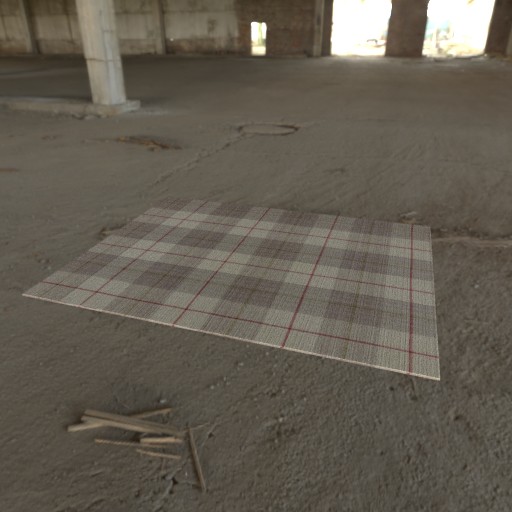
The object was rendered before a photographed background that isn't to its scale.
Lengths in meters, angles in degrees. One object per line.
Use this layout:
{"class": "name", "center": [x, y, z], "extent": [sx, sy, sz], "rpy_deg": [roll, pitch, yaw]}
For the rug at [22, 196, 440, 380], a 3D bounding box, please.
{"class": "rug", "center": [0.000, 0.000, 3.921], "extent": [2.959, 0.016, 2.317], "rpy_deg": [8, 28, 16]}
